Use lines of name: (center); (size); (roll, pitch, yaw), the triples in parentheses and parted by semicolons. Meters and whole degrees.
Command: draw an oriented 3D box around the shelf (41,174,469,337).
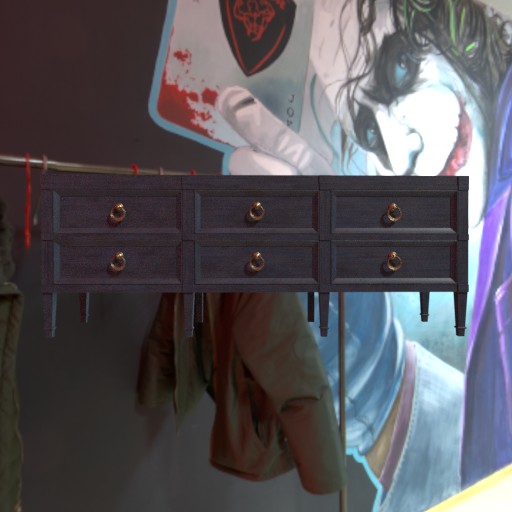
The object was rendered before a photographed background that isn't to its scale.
shelf: (0.000, 0.000, 2.173); (1.878, 0.715, 0.471); (0, 1, -1)
